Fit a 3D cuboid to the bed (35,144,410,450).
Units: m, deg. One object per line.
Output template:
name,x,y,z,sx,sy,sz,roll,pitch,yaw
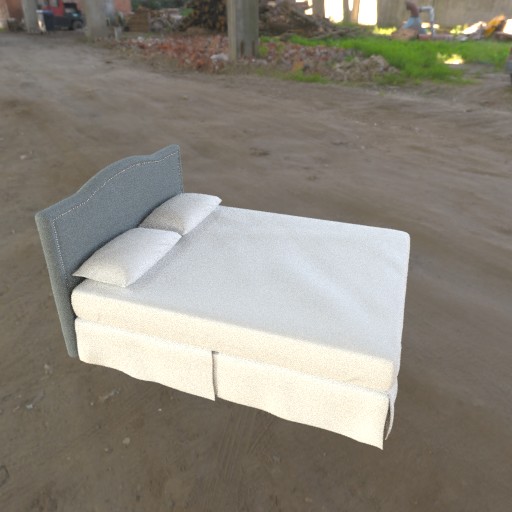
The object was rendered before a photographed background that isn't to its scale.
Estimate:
bed,0.000,0.000,3.935,2.689,1.457,2.161,10,30,17
